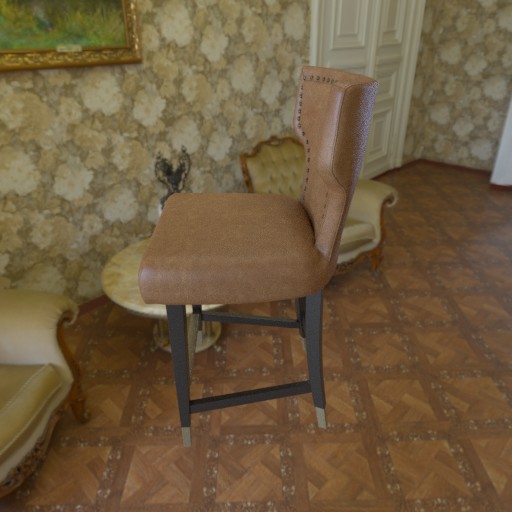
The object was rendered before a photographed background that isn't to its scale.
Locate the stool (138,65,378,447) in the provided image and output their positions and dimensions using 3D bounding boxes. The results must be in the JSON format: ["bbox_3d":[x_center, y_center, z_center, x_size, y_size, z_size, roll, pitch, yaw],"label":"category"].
[{"bbox_3d":[0.000,0.000,1.276,0.563,0.982,0.526,-1,27,-2],"label":"stool"}]
